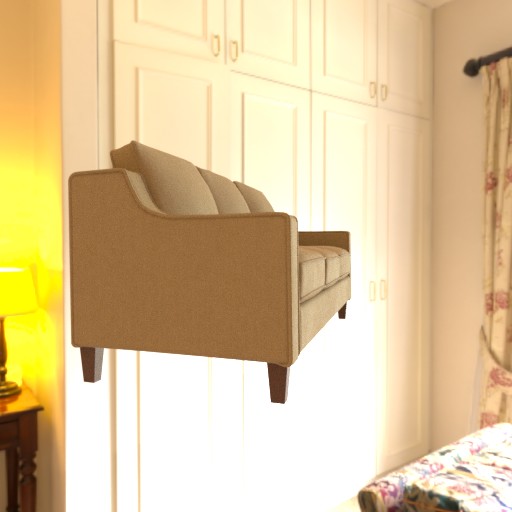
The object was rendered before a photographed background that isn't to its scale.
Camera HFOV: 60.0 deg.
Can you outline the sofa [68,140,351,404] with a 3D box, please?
[{"bbox_3d":[0.000,0.000,2.541,0.911,0.974,1.986,0,1,18],"label":"sofa"}]
